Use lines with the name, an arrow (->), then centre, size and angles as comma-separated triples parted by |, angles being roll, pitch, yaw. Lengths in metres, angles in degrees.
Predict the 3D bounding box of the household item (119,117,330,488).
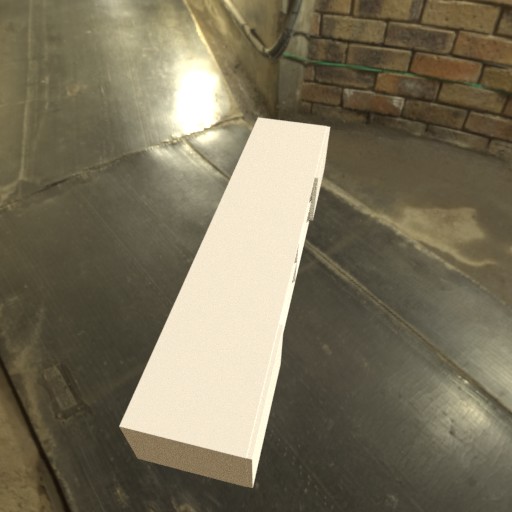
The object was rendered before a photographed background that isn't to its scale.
household item -> 0.000, 0.000, 2.047 | 0.420, 0.310, 1.850 | 10, 48, 9
